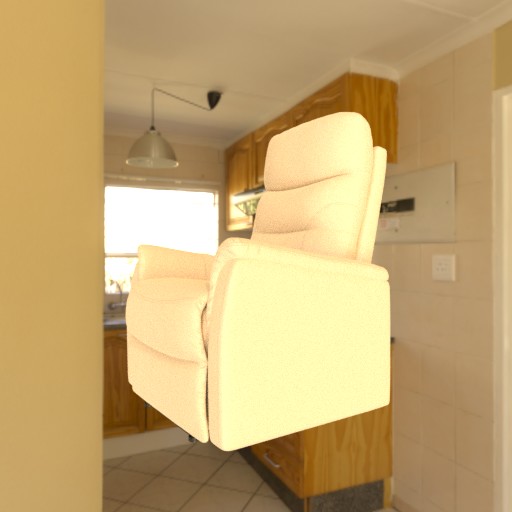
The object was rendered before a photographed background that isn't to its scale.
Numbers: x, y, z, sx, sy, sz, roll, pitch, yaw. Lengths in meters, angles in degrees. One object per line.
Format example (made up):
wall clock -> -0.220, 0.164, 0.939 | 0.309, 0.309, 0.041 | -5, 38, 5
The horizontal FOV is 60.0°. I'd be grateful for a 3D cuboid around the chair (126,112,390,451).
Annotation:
chair -> 0.000, 0.000, 1.653 | 0.831, 1.082, 0.775 | 0, 0, -34
